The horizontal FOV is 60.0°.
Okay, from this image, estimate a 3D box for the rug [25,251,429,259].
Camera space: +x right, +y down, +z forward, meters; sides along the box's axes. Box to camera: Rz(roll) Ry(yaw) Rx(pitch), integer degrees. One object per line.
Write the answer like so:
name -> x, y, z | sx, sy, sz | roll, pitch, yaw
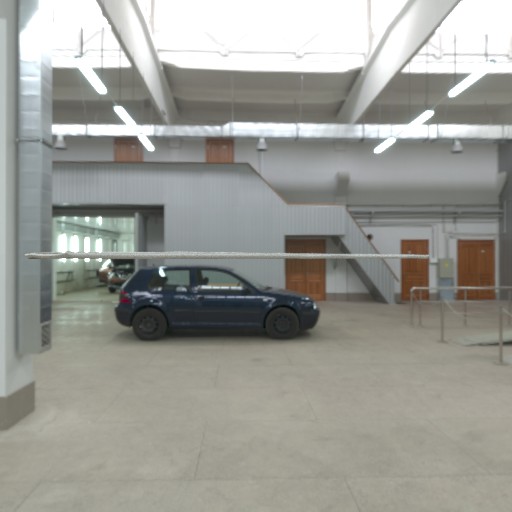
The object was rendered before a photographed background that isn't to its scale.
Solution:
rug -> 0.000, 0.000, 2.677 | 2.381, 0.035, 0.832 | 0, 0, -37
